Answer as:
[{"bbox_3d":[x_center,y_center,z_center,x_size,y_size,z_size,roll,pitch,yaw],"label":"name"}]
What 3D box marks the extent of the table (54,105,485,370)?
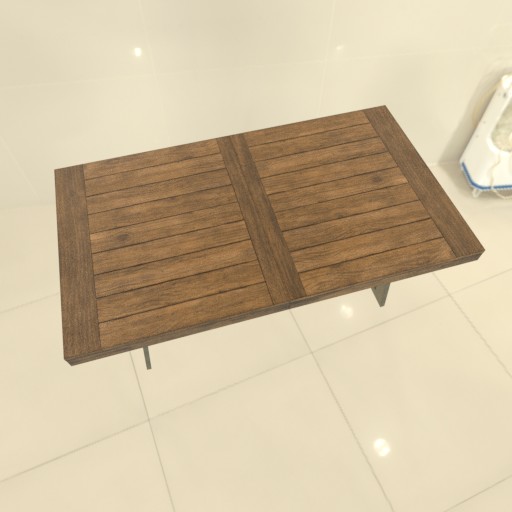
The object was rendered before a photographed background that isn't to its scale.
[{"bbox_3d":[0.000,0.000,2.209,1.641,0.757,0.931,-13,58,-9],"label":"table"}]
